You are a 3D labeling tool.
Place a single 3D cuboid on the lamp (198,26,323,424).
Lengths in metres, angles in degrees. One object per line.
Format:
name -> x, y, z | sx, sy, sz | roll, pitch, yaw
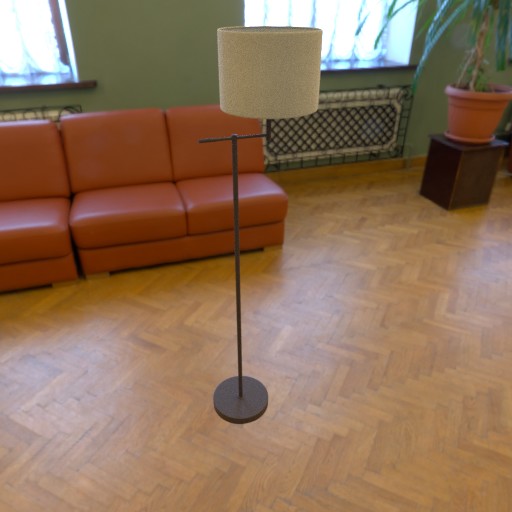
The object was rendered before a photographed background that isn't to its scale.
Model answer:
lamp -> 0.000, 0.000, 1.753 | 0.416, 1.600, 0.324 | -10, 32, -17
